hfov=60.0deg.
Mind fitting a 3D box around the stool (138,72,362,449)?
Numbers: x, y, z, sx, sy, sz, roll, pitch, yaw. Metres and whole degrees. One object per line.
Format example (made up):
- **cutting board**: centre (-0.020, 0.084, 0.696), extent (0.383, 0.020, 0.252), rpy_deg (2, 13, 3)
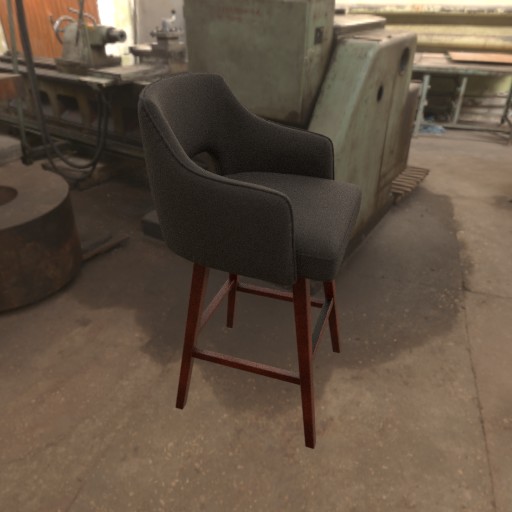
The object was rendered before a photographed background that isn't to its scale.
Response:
- **stool**: centre (0.000, 0.000, 1.375), extent (0.558, 1.012, 0.548), rpy_deg (10, 32, 17)
